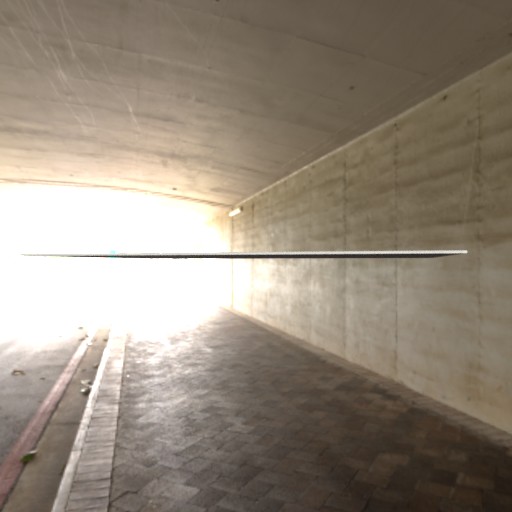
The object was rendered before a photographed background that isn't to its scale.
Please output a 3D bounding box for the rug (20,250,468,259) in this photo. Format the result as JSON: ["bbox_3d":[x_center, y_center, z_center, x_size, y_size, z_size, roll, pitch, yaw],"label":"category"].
[{"bbox_3d":[0.000,0.000,2.832,2.244,0.017,1.532,0,-1,17],"label":"rug"}]
